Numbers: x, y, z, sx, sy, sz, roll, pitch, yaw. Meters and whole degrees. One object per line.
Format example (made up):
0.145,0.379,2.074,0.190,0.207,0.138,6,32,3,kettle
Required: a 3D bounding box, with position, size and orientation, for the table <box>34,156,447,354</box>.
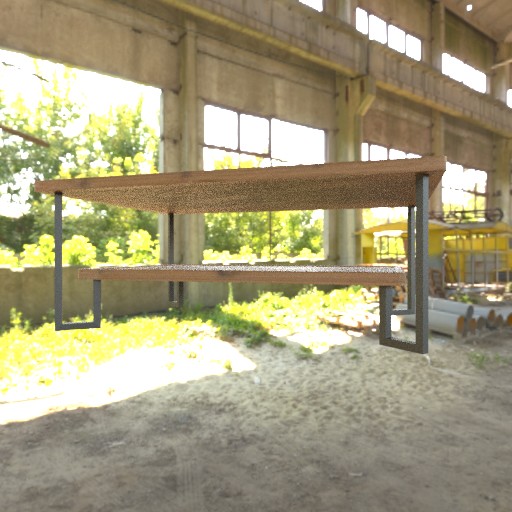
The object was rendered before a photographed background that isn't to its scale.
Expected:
0.000,0.000,1.671,1.238,0.492,0.877,0,0,17,table
